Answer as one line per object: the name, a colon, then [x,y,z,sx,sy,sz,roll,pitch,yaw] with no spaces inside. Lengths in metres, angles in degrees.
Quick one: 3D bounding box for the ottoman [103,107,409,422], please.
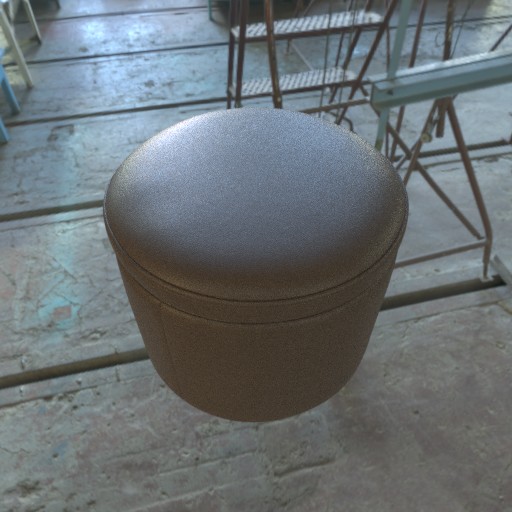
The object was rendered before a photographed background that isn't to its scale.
ottoman: [0.000,0.000,0.859,0.500,0.409,0.500,0,47,0]
